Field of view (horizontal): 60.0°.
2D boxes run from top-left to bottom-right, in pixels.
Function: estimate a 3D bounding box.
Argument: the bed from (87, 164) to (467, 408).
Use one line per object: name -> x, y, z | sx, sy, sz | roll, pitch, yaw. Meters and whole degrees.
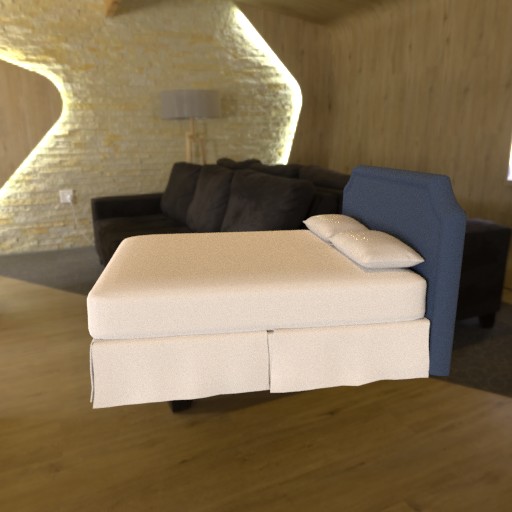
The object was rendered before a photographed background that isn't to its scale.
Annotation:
bed -> 0.000, 0.000, 3.396 | 2.260, 1.297, 1.831 | -2, 14, -9
